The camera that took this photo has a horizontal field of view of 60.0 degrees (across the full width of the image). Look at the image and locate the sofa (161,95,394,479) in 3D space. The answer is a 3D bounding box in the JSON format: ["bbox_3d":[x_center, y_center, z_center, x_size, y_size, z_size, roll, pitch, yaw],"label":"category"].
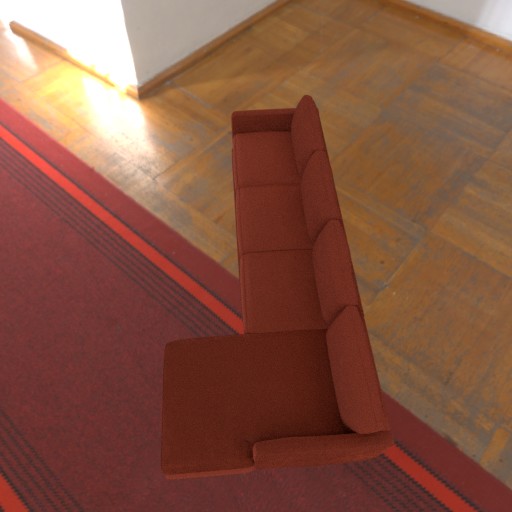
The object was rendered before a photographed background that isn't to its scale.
[{"bbox_3d":[0.000,0.000,3.375,1.350,0.810,2.932,-3,57,-2],"label":"sofa"}]
